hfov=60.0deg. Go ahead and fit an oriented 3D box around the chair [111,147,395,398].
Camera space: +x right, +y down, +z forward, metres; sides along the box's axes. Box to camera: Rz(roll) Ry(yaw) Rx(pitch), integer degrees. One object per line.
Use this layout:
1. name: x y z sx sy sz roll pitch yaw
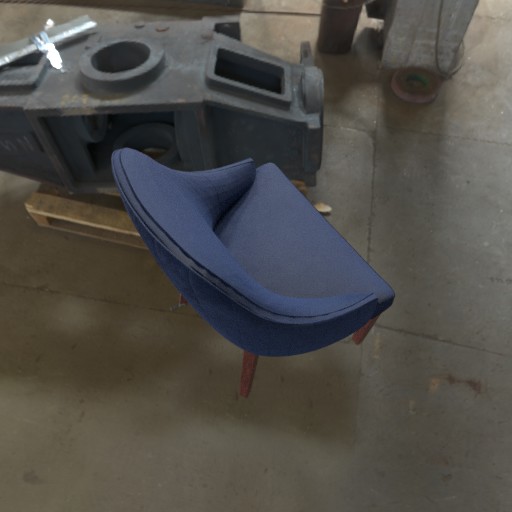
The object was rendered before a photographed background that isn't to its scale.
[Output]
1. chair: 0.000 0.000 1.288 0.575 0.889 0.643 -30 64 -17
